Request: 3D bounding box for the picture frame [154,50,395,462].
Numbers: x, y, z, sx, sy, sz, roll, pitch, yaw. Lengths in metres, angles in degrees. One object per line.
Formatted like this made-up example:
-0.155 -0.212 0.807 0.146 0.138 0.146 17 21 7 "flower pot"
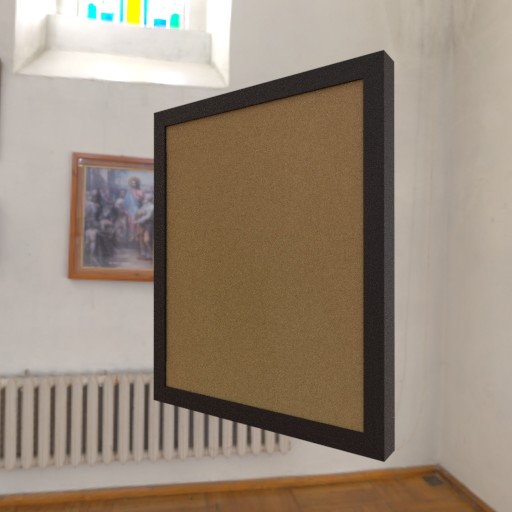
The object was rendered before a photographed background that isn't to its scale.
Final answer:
0.000 0.000 0.745 0.452 0.555 0.044 0 0 35 "picture frame"
